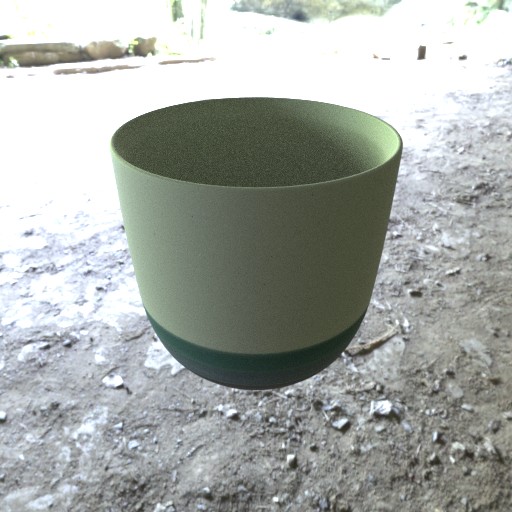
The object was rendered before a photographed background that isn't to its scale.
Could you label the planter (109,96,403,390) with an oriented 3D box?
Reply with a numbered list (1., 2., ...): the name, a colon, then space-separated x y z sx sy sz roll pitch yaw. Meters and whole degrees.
1. planter: 0.000 0.000 0.375 0.204 0.214 0.204 0 33 0
